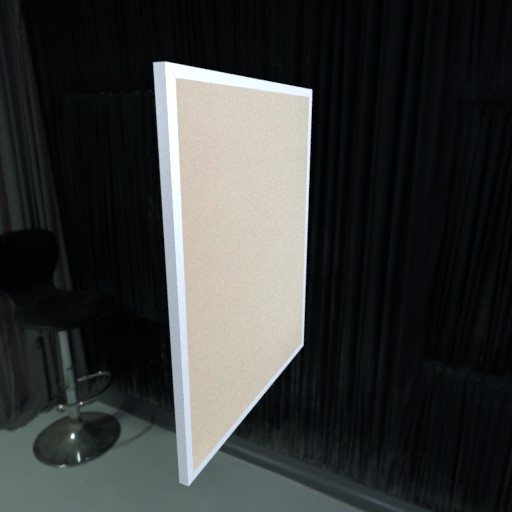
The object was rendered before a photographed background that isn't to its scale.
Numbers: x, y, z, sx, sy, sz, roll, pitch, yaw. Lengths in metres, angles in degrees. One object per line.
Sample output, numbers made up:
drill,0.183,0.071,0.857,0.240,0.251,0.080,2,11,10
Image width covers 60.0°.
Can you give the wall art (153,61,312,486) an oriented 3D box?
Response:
wall art,0.000,0.000,0.616,0.013,0.456,0.382,8,19,25
